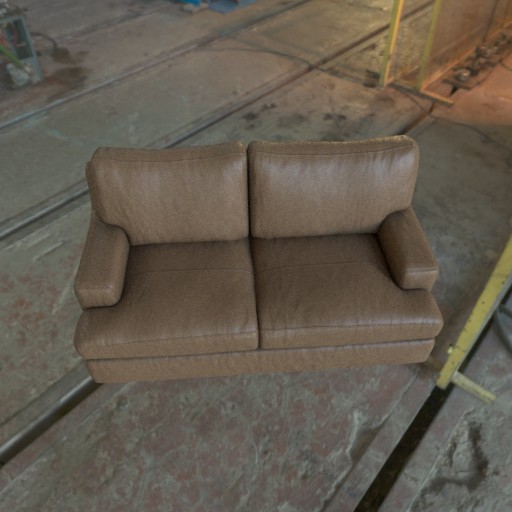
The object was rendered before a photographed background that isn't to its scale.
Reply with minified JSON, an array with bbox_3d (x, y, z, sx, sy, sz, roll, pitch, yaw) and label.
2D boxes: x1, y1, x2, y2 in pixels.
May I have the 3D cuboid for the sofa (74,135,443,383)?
[{"bbox_3d":[0.000,0.000,2.394,1.855,0.980,0.962,-3,47,-3],"label":"sofa"}]
